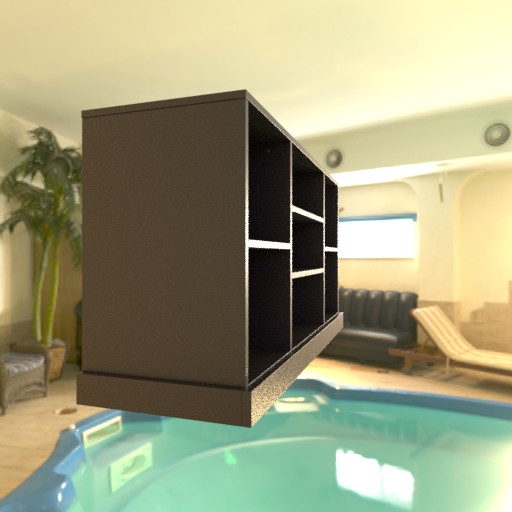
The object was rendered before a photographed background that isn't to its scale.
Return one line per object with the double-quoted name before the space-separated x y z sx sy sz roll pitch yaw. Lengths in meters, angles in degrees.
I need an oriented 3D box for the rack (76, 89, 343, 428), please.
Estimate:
"rack" 0.000 0.000 1.455 0.399 0.635 1.206 0 0 19
